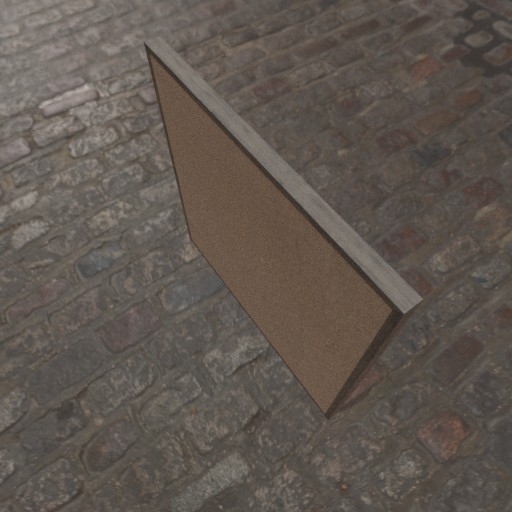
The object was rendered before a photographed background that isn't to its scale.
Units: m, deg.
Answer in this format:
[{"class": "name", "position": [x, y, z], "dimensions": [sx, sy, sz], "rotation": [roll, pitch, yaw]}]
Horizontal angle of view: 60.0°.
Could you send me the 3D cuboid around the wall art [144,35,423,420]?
[{"class": "wall art", "position": [0.000, 0.000, 1.108], "dimensions": [0.038, 0.762, 0.762], "rotation": [-32, 64, -17]}]
